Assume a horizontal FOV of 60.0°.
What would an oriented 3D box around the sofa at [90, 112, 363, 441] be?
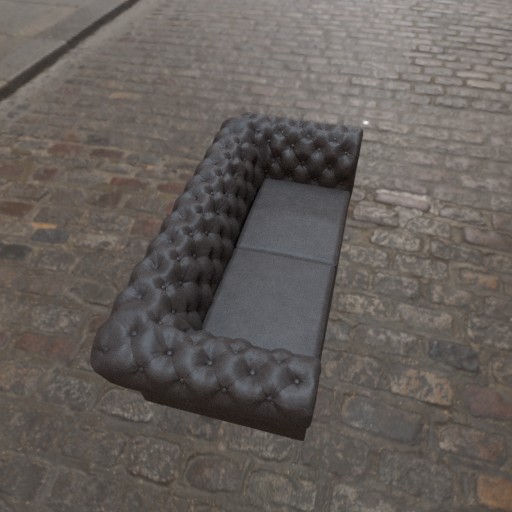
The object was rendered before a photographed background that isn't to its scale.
[{"bbox_3d":[0.000,0.000,2.537,0.944,0.779,2.048,11,47,10],"label":"sofa"}]
